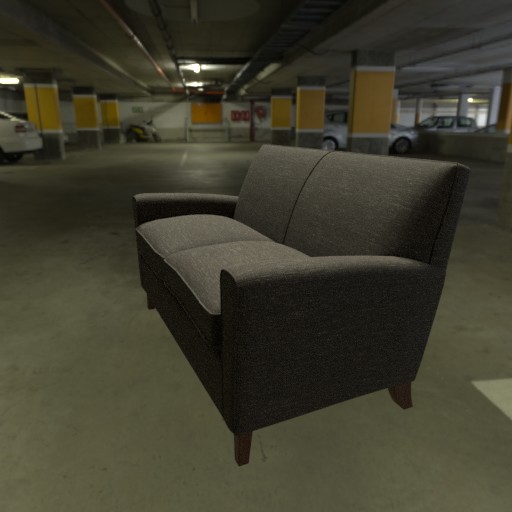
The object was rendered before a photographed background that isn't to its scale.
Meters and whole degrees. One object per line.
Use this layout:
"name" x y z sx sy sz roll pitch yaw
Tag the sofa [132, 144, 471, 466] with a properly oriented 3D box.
"sofa" 0.000 0.000 1.995 0.867 0.905 1.509 -8 18 -24
